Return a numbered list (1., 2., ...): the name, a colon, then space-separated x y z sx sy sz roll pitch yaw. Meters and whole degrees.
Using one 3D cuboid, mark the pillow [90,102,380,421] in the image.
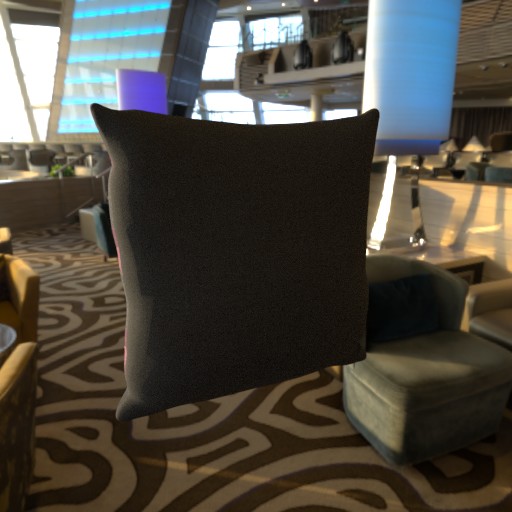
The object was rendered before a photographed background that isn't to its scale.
1. pillow: 0.000 0.000 0.762 0.503 0.496 0.208 -7 16 -25
